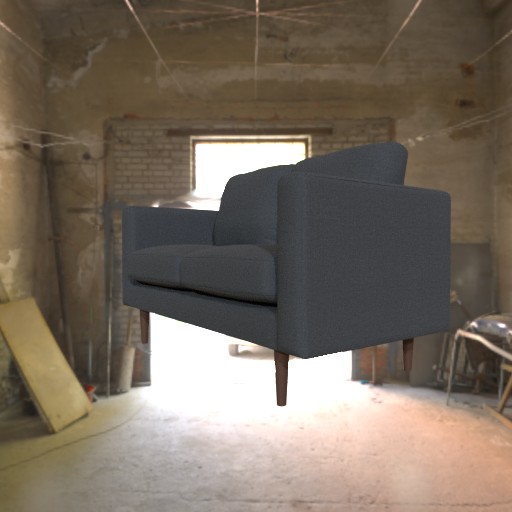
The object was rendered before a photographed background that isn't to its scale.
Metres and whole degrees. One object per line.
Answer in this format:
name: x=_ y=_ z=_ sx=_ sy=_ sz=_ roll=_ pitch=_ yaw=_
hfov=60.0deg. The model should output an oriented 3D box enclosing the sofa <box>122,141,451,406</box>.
sofa: x=0.000 y=0.000 z=2.003 sx=0.796 sy=0.908 sz=1.430 roll=-1 pitch=2 yaw=-36
